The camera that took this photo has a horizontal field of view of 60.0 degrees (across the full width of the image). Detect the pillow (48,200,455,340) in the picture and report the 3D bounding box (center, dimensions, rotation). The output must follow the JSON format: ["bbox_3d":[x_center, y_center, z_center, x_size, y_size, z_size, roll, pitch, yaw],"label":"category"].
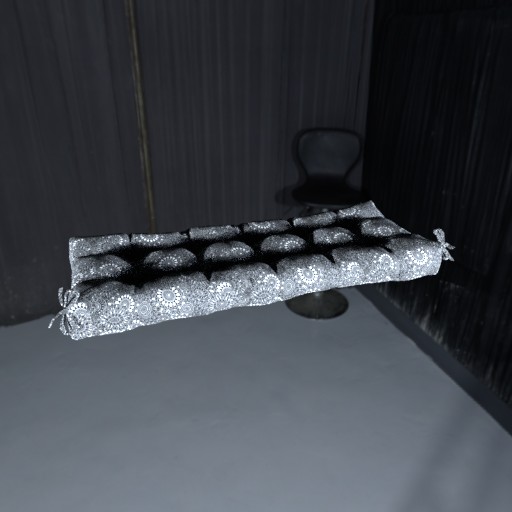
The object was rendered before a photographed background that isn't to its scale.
[{"bbox_3d":[0.000,0.000,1.392,1.194,0.174,0.511,-9,27,-17],"label":"pillow"}]
